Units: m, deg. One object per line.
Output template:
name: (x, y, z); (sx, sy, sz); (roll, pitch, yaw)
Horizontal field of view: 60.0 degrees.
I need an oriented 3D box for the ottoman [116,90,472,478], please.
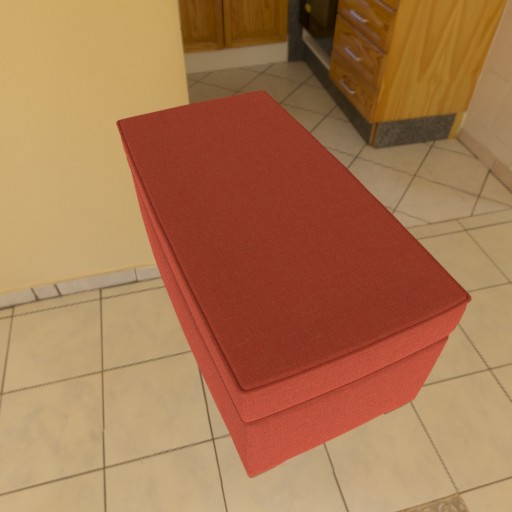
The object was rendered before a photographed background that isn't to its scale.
ottoman: (0.000, 0.000, 1.202); (0.497, 0.454, 0.948); (-18, 49, -17)
